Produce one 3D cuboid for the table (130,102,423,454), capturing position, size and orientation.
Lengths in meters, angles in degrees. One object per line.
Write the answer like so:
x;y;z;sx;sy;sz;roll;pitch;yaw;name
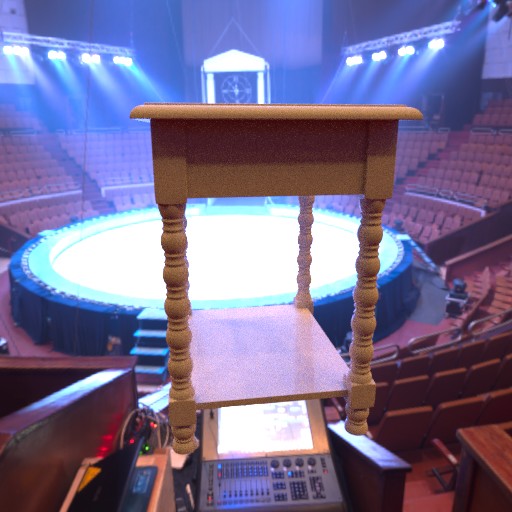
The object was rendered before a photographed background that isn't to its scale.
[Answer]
0.000;0.000;0.850;0.381;0.531;0.460;-2;16;-8;table
